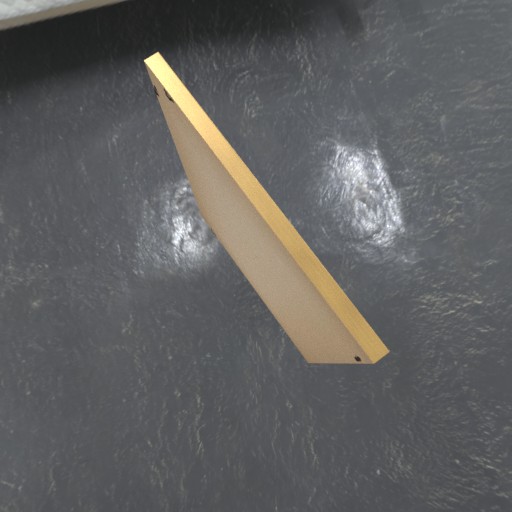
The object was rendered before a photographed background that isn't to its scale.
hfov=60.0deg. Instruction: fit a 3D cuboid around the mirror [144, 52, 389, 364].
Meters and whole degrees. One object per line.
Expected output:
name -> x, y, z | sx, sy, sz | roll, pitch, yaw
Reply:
mirror -> 0.000, 0.000, 1.354 | 0.041, 1.016, 0.762 | -35, 79, -8
